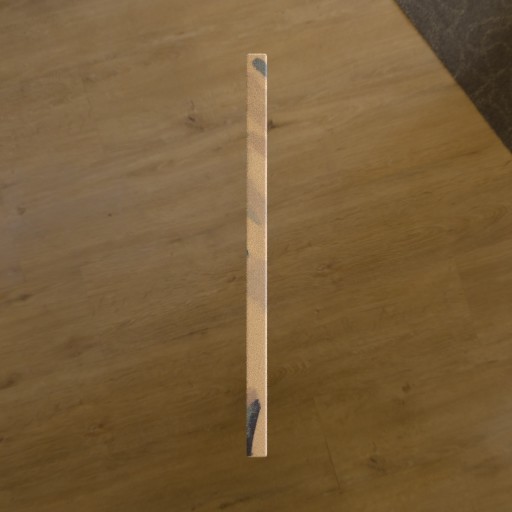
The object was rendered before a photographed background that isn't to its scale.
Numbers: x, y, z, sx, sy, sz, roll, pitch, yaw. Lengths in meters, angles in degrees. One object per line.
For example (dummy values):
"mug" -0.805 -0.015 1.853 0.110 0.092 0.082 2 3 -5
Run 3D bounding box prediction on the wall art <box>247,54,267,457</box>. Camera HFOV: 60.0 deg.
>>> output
"wall art" 0.000 0.000 1.341 0.038 1.015 0.761 0 90 0
